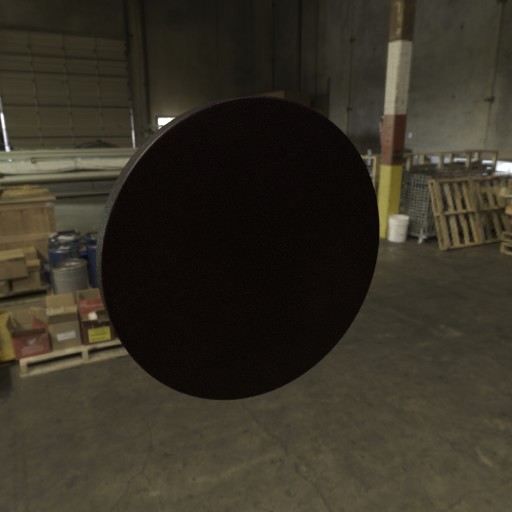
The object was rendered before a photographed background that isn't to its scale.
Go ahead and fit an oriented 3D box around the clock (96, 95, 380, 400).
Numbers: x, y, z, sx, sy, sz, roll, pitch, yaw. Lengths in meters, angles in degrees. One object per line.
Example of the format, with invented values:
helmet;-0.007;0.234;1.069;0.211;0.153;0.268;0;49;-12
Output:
clock;0.000;0.000;0.462;0.314;0.314;0.029;-8;18;-27
